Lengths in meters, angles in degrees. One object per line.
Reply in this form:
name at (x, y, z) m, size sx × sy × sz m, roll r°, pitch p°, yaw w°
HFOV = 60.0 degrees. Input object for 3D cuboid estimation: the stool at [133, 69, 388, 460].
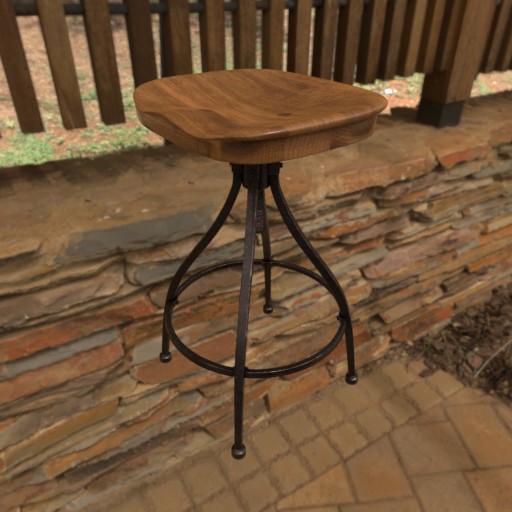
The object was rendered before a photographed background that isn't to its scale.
stool at (0.000, 0.000, 0.968) m, size 0.424 × 0.694 × 0.432 m, roll -21°, pitch 38°, yaw -30°
